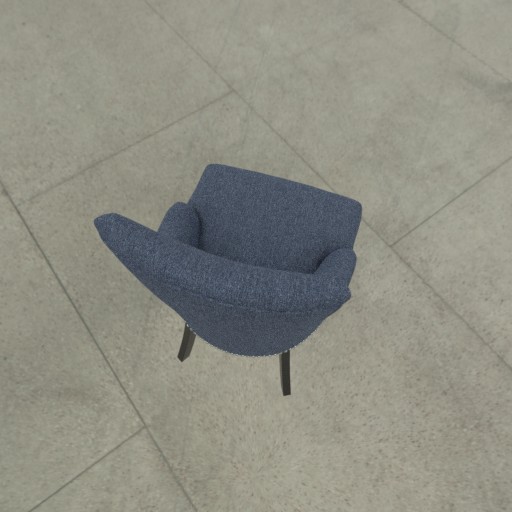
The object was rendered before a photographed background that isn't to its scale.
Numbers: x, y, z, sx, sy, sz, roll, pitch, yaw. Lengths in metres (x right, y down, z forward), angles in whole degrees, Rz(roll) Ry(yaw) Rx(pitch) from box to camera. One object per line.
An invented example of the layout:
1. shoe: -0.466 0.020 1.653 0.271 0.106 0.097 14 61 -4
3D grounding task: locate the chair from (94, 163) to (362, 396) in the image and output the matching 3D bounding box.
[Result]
1. chair: 0.000 0.000 1.321 0.566 0.909 0.629 16 65 8
